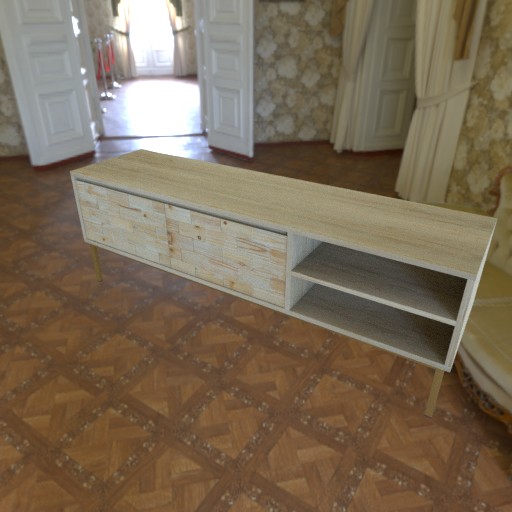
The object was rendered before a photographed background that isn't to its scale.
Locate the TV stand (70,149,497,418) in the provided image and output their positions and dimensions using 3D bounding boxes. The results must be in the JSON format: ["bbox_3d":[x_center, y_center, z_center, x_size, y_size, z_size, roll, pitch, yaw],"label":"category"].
[{"bbox_3d":[0.000,0.000,1.798,1.600,0.550,0.420,17,33,28],"label":"TV stand"}]
